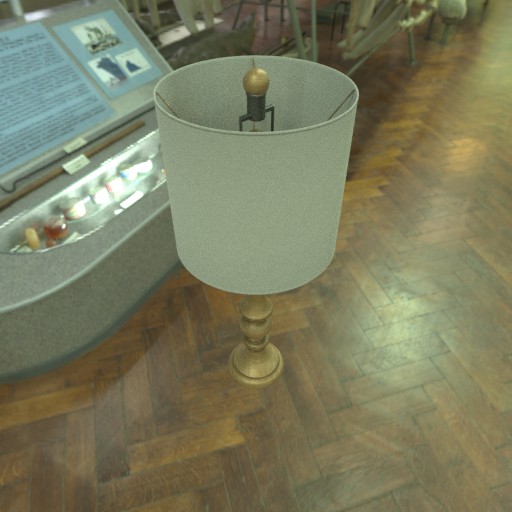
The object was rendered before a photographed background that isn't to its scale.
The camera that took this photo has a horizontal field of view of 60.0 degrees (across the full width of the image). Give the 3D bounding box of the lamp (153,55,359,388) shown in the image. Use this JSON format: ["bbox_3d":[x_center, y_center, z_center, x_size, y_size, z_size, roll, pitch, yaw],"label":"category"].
[{"bbox_3d":[0.000,0.000,0.729,0.250,0.597,0.250,-1,41,-2],"label":"lamp"}]
